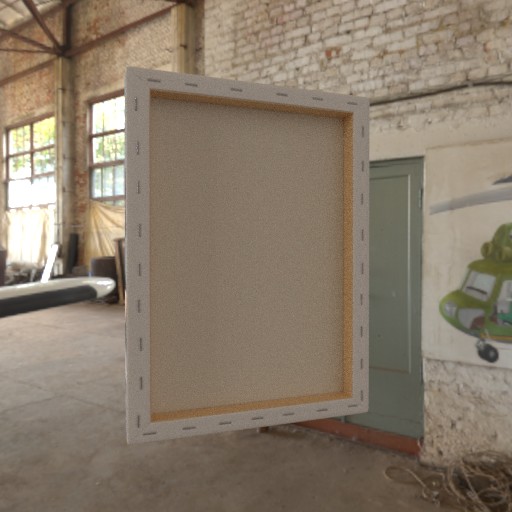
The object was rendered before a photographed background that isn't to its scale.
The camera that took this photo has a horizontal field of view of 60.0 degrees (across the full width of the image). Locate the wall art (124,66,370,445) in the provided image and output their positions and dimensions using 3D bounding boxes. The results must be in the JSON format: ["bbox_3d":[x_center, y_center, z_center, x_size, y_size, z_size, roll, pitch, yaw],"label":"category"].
[{"bbox_3d":[0.000,0.000,0.805,0.455,0.613,0.037,0,1,-19],"label":"wall art"}]
